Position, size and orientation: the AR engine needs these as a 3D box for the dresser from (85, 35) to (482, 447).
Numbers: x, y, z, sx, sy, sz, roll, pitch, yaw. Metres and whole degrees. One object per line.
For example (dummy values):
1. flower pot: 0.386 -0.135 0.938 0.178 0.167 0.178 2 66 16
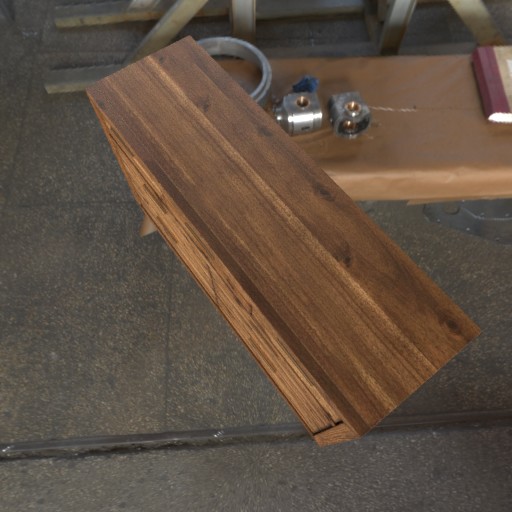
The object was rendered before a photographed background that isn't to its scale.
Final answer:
1. dresser: 0.000 0.000 1.741 0.438 0.892 1.387 -34 70 -15
